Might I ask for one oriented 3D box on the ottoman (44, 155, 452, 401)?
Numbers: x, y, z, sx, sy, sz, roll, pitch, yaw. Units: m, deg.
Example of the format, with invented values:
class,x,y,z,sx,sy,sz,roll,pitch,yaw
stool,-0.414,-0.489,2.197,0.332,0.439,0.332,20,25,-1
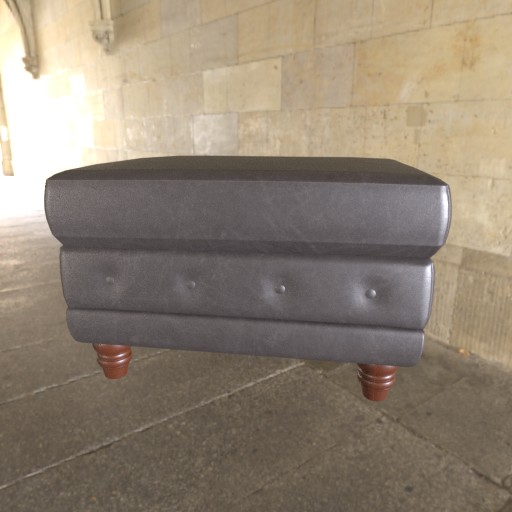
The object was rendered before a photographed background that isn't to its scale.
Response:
class,x,y,z,sx,sy,sz,roll,pitch,yaw
ottoman,0.000,0.000,1.156,0.795,0.498,0.590,2,16,8
